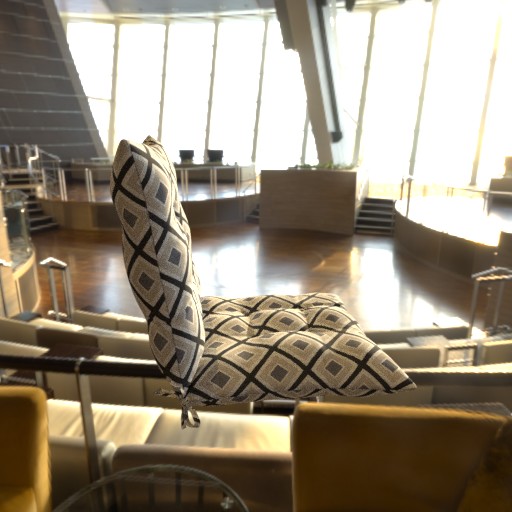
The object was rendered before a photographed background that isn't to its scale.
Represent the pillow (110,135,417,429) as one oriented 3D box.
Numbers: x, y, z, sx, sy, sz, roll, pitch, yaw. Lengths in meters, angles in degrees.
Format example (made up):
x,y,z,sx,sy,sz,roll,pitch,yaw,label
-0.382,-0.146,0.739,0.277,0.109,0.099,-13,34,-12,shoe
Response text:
x,y,z,sx,sy,sz,roll,pitch,yaw,label
0.000,0.000,1.021,0.585,0.536,0.541,-2,16,-8,pillow
